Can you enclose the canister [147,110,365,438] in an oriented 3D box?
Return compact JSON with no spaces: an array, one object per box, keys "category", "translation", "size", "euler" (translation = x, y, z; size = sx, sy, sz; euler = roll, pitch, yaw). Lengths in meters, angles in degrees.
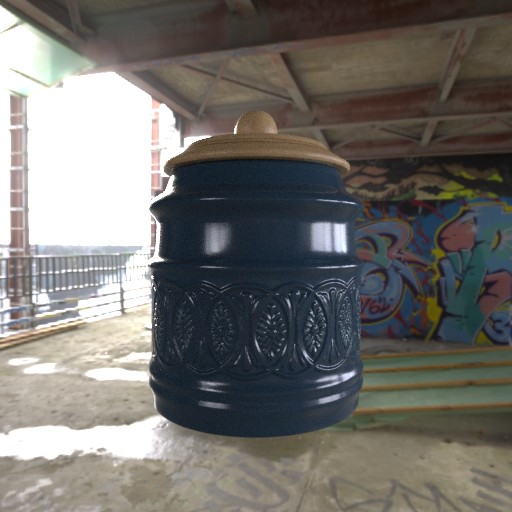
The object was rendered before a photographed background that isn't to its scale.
[{"category":"canister","translation":[0.000,0.000,0.273],"size":[0.130,0.176,0.130],"euler":[0,1,0]}]
